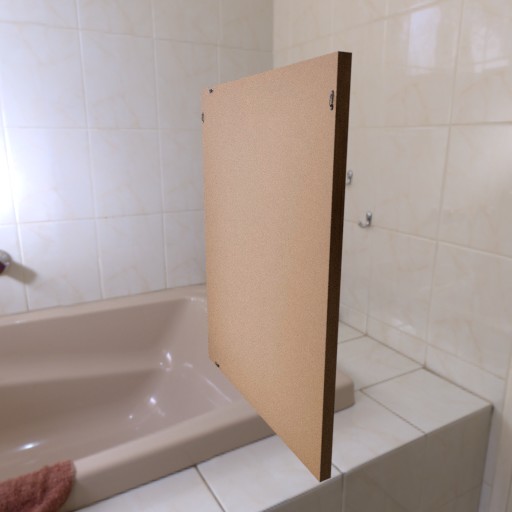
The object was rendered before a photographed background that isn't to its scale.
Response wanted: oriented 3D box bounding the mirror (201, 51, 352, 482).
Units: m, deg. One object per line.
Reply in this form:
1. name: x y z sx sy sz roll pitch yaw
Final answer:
1. mirror: 0.000 0.000 1.337 0.040 1.016 0.762 -7 16 -27
